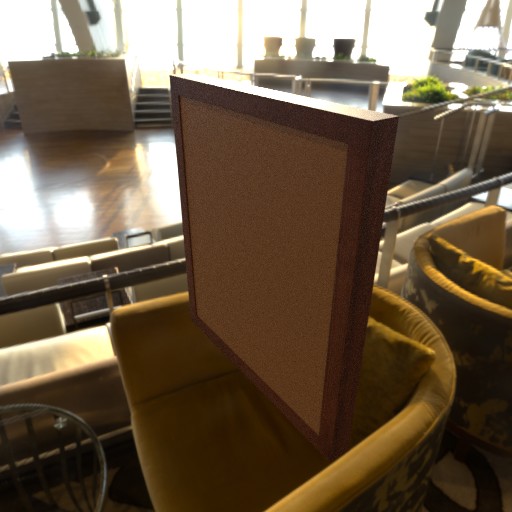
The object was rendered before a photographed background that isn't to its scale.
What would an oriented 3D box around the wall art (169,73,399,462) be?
[{"bbox_3d":[0.000,0.000,0.539,0.030,0.381,0.330,-19,34,-31],"label":"wall art"}]
